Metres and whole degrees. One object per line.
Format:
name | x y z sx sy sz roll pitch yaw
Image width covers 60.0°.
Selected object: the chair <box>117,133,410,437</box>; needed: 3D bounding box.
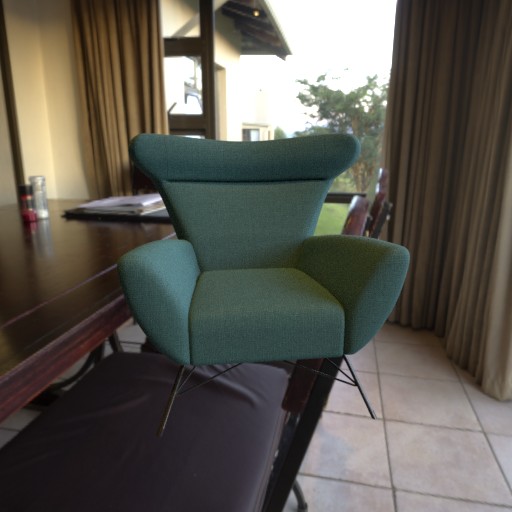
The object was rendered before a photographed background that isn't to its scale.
chair | 0.000 0.000 1.824 1.050 0.980 0.900 -2 15 -7
